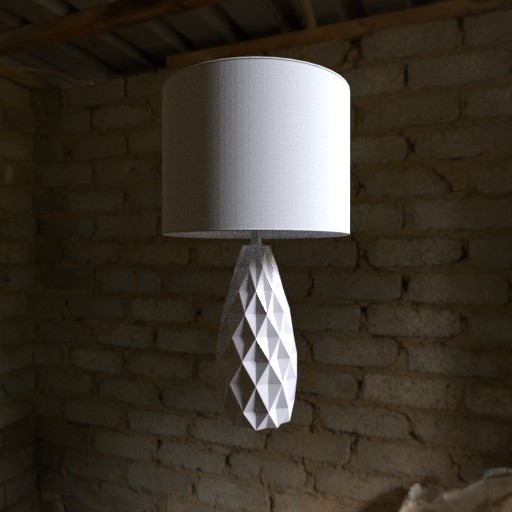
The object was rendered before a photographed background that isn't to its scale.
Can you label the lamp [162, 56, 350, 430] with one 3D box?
[{"bbox_3d":[0.000,0.000,0.718,0.297,0.522,0.297,0,0,0],"label":"lamp"}]
